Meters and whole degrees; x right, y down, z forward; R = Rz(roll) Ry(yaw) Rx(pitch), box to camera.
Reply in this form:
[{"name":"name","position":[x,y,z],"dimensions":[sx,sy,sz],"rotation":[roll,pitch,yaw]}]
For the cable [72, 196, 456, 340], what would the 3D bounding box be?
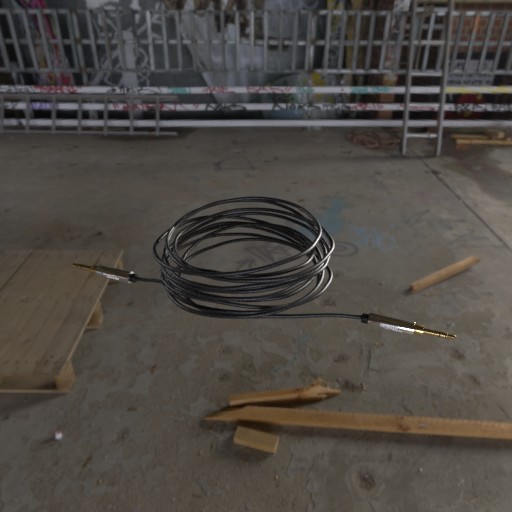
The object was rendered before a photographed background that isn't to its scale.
[{"name":"cable","position":[0.000,0.000,0.501],"dimensions":[0.432,0.069,0.198],"rotation":[11,32,17]}]
